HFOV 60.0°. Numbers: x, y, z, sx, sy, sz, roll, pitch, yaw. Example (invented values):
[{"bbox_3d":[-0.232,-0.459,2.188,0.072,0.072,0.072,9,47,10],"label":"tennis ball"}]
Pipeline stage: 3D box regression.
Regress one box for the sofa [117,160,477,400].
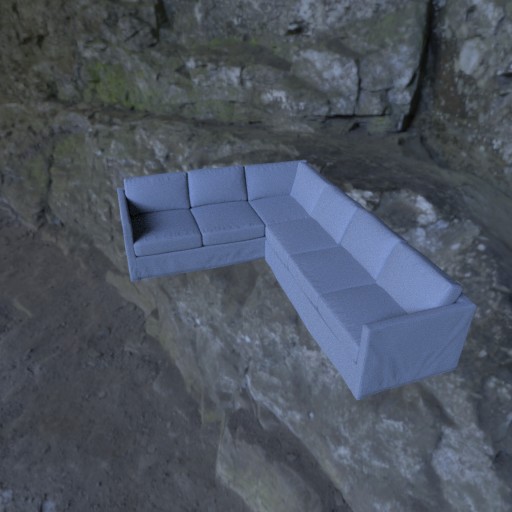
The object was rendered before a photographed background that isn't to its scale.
[{"bbox_3d":[0.000,0.000,4.372,2.432,0.871,3.182,-10,32,-15],"label":"sofa"}]
